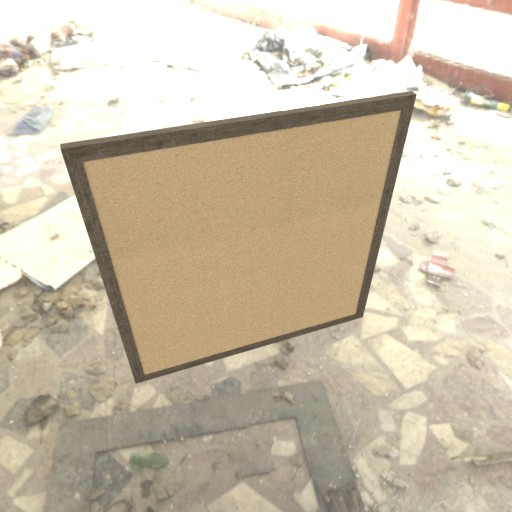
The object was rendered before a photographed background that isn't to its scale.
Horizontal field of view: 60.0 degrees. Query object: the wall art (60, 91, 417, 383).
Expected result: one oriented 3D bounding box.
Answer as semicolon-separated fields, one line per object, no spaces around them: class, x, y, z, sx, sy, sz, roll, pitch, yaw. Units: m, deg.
wall art;0.000;0.000;0.696;0.457;0.457;0.013;-13;43;-15
